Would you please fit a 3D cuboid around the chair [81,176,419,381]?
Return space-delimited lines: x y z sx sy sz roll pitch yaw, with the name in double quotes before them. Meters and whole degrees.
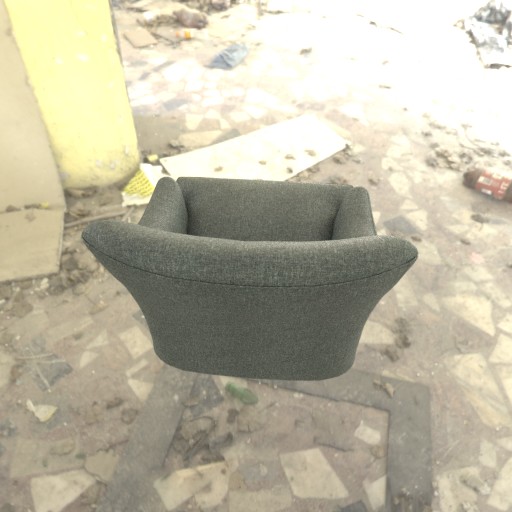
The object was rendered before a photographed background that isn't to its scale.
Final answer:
"chair" 0.000 0.000 1.601 0.864 0.856 0.923 3 46 3
